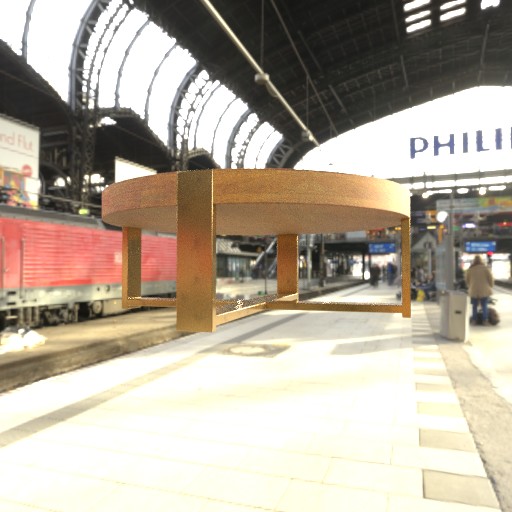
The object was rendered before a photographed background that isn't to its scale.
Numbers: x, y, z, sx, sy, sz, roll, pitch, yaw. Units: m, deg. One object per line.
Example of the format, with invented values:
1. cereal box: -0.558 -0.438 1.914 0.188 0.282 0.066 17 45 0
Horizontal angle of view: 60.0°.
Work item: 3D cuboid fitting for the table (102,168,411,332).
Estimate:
1. table: 0.000 0.000 1.677 1.100 0.420 1.100 0 -2 0
